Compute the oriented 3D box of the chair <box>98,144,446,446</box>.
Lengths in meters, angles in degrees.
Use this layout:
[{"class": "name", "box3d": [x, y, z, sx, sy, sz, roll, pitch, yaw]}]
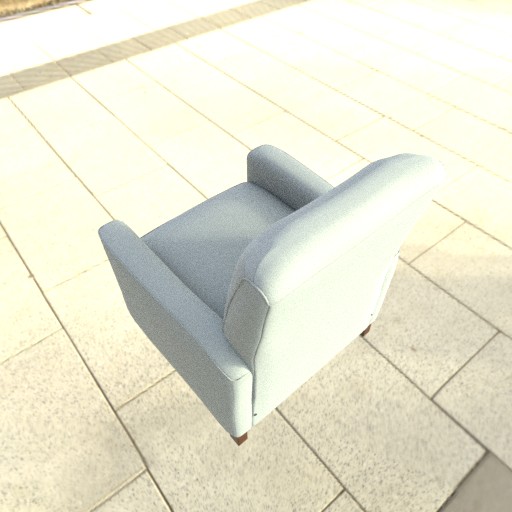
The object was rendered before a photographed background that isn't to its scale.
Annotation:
[{"class": "chair", "box3d": [0.000, 0.000, 1.612, 0.853, 1.007, 0.846, -33, 56, -26]}]
